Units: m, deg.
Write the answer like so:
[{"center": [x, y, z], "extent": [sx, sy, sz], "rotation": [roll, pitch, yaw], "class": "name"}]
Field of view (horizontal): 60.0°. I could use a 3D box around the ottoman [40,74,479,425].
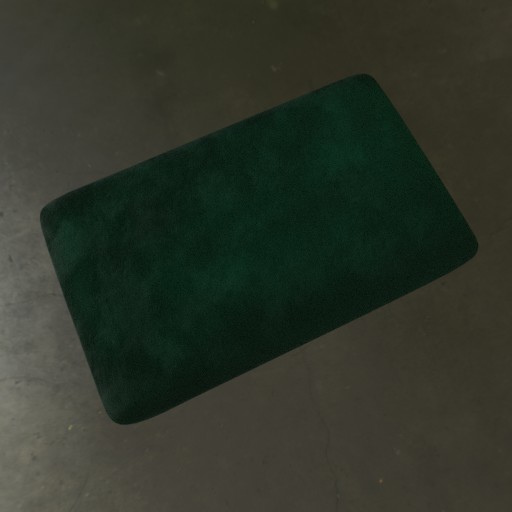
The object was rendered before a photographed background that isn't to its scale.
[{"center": [0.000, 0.000, 1.205], "extent": [0.886, 0.533, 0.536], "rotation": [-24, 76, -6], "class": "ottoman"}]
